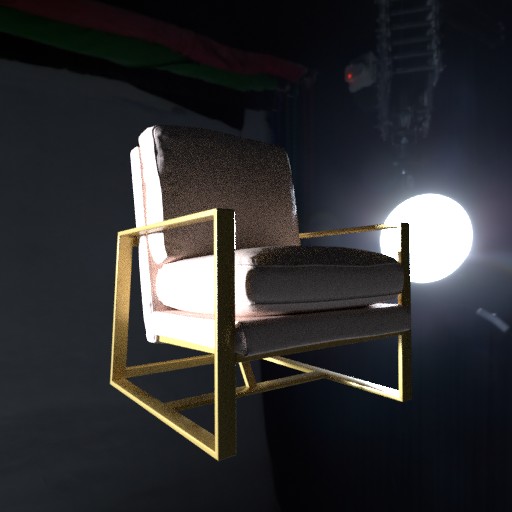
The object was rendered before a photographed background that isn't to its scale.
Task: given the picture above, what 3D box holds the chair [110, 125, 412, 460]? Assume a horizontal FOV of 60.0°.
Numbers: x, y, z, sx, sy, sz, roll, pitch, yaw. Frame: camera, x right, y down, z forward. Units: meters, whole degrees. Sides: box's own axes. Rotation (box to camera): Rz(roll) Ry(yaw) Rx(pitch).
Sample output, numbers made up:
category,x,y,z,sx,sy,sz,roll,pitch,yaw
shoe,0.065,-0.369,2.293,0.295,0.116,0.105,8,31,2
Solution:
category,x,y,z,sx,sy,sz,roll,pitch,yaw
chair,0.000,0.000,1.551,0.758,0.956,0.813,0,0,-36
